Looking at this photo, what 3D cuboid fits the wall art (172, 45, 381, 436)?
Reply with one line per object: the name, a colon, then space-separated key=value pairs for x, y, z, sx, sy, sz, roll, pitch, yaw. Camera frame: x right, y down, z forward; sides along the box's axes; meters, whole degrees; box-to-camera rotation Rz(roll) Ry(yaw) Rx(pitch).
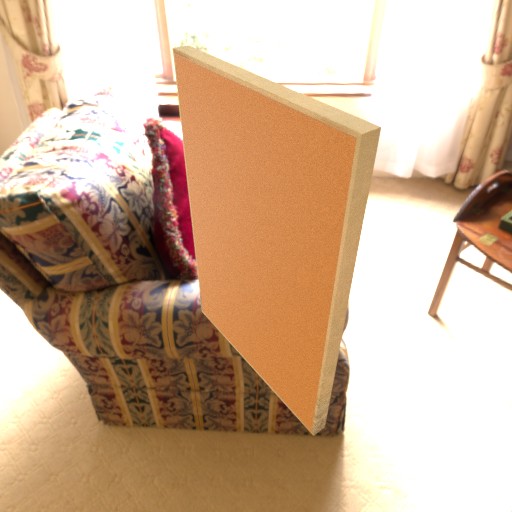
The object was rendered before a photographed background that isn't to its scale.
wall art: x=0.000 y=0.000 z=0.983 sx=0.038 sy=0.764 sz=0.508 roll=-26 pitch=46 yaw=-28
